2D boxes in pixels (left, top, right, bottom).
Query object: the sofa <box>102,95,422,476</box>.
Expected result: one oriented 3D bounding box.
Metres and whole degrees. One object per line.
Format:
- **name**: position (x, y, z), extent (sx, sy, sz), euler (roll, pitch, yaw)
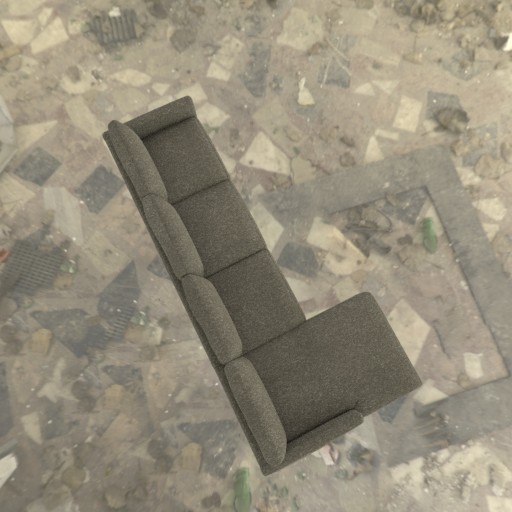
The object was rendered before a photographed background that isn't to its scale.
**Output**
- **sofa**: position (0.000, 0.000, 3.541), extent (1.350, 0.810, 2.932), euler (-27, 78, -6)
